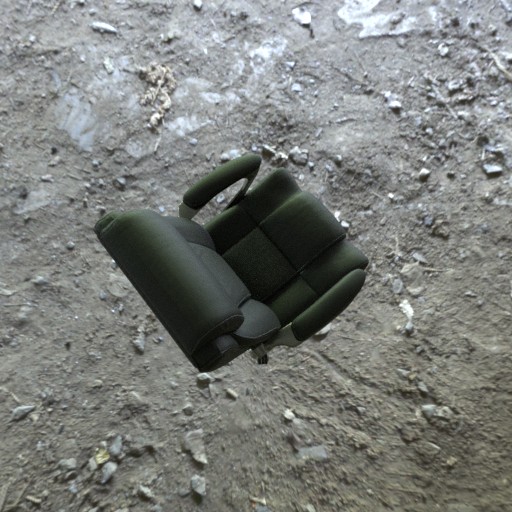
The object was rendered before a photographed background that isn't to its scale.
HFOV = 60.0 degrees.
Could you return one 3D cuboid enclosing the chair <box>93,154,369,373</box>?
[{"bbox_3d":[0.000,0.000,1.703,0.784,1.167,0.741,-38,78,-10],"label":"chair"}]
